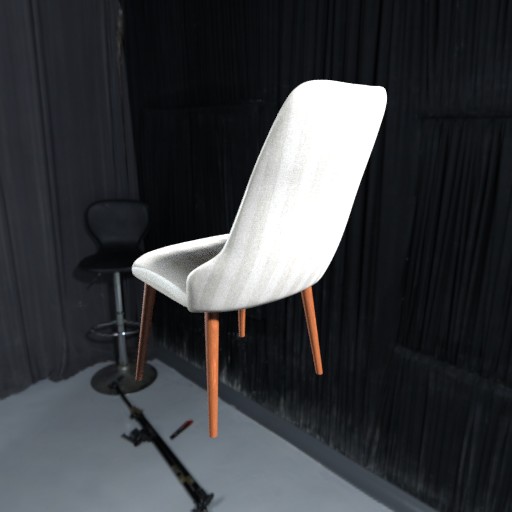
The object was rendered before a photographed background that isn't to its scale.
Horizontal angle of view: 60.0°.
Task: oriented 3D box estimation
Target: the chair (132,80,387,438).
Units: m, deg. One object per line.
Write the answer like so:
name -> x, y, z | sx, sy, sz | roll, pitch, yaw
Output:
chair -> 0.000, 0.000, 1.320 | 0.526, 0.917, 0.684 | -15, 22, -42
